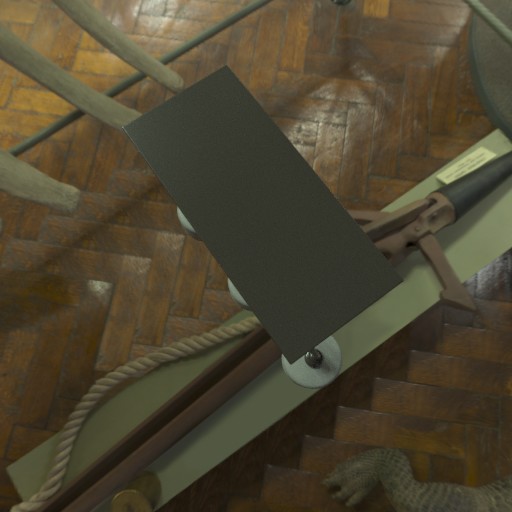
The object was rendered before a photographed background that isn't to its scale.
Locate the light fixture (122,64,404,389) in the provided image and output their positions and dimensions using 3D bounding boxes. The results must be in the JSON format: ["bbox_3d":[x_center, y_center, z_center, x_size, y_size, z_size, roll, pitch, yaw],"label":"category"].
[{"bbox_3d":[0.000,0.000,0.853,0.177,0.557,0.582,-34,77,-9],"label":"light fixture"}]
